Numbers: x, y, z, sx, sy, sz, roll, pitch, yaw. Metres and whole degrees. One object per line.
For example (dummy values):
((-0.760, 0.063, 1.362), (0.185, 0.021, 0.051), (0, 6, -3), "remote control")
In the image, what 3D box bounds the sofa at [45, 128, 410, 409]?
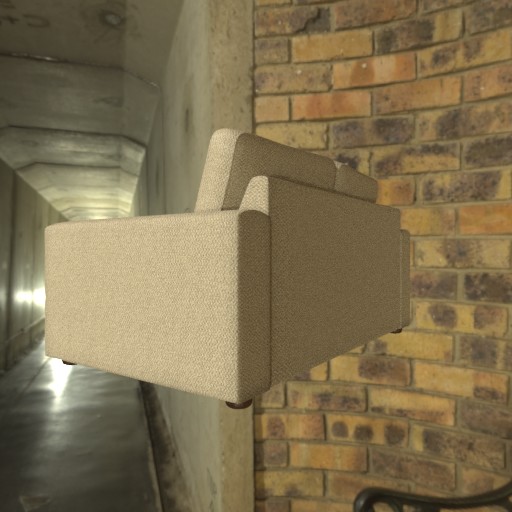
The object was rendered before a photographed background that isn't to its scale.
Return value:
((0.000, 0.000, 2.148), (1.016, 0.873, 1.616), (0, 1, 35), "sofa")
